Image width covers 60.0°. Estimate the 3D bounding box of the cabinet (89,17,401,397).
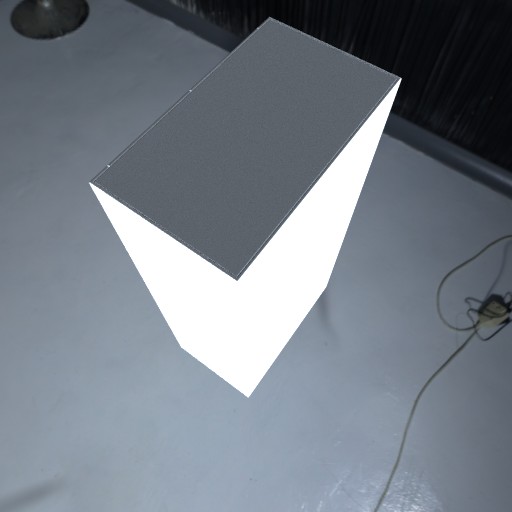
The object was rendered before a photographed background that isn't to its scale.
[{"bbox_3d":[0.000,0.000,2.342,0.580,1.920,0.980,33,68,15],"label":"cabinet"}]
